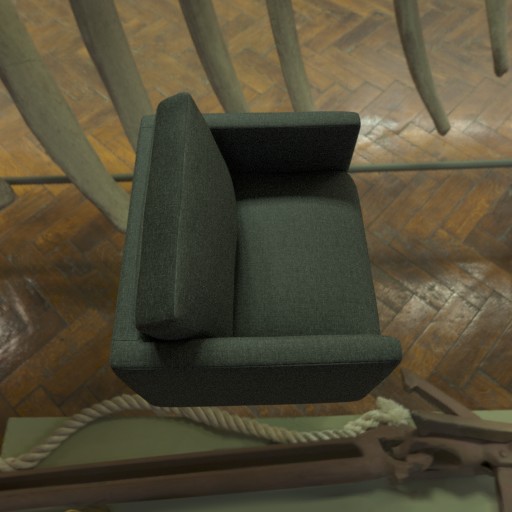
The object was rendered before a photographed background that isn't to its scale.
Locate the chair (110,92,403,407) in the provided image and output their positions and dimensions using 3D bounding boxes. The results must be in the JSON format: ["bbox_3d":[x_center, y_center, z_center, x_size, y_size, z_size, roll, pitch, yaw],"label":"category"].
[{"bbox_3d":[0.000,0.000,1.854,0.959,0.963,1.107,-1,62,-1],"label":"chair"}]
